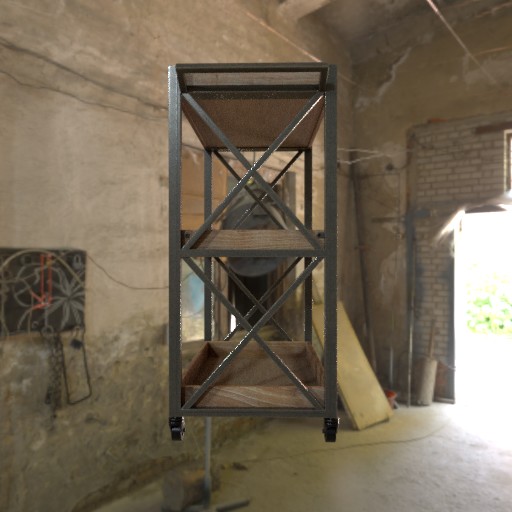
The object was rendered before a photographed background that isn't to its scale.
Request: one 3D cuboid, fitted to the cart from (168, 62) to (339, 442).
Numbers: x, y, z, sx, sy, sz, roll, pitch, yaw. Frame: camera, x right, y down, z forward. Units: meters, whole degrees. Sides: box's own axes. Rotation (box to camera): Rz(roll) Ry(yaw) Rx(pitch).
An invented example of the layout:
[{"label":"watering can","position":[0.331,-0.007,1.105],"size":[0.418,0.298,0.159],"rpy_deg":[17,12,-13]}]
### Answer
[{"label":"cart","position":[0.000,0.000,1.246],"size":[0.377,0.835,0.673],"rpy_deg":[0,0,1]}]
